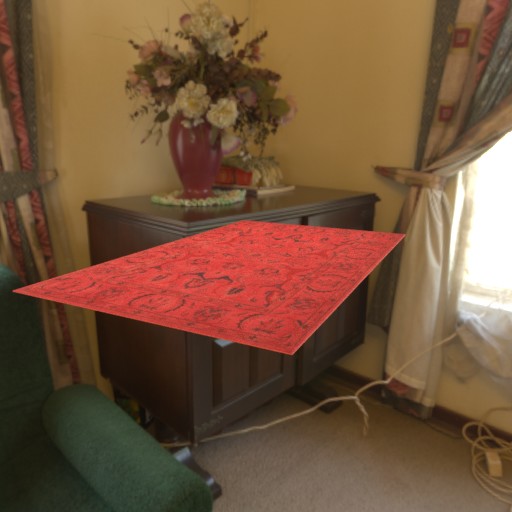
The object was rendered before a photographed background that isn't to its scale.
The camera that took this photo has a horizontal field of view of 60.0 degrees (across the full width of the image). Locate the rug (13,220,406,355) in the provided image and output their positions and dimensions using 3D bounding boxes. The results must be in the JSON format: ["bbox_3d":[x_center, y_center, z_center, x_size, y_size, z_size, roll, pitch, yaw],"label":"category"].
[{"bbox_3d":[0.000,0.000,2.953,1.534,0.010,2.423,7,16,26],"label":"rug"}]
